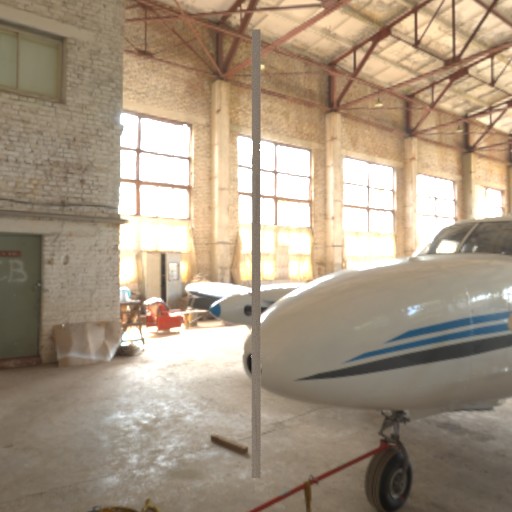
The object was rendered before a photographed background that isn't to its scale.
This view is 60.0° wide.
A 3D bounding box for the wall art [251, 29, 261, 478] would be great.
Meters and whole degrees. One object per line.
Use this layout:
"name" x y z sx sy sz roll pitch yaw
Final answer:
"wall art" 0.000 0.000 0.867 0.013 0.584 0.584 0 -1 0
